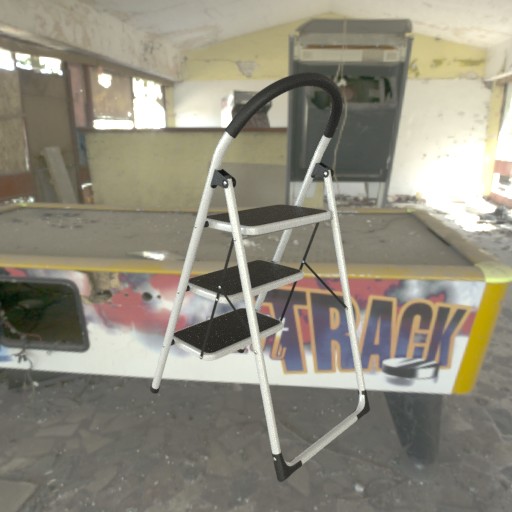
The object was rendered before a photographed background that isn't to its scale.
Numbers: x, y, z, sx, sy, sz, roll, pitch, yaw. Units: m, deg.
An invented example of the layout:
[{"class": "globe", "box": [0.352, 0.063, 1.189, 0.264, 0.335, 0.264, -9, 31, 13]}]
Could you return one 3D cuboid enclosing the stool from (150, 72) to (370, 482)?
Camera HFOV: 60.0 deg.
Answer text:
[{"class": "stool", "box": [0.000, 0.000, 1.490, 0.676, 1.109, 0.485, 14, 21, 43]}]
